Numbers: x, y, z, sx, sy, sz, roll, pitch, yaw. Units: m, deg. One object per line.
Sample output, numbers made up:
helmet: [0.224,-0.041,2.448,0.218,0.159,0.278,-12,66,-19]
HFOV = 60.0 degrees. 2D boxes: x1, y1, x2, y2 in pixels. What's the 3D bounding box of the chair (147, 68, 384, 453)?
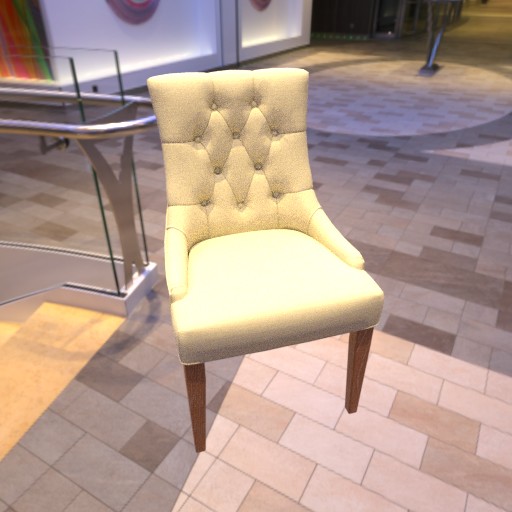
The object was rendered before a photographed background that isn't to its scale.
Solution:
chair: [0.000,0.000,1.211,0.509,0.874,0.565,-9,33,-14]
